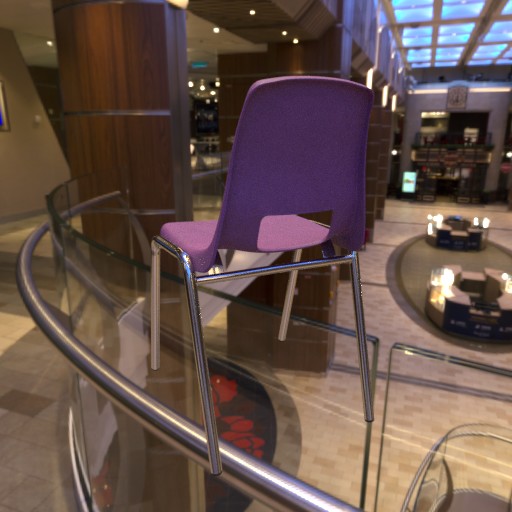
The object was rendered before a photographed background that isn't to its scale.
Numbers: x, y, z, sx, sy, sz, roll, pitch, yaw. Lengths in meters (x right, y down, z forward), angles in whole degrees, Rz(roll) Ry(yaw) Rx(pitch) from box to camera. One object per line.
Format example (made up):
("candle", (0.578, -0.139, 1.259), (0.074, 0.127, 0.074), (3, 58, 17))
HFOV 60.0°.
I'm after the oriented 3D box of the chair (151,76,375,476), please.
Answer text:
("chair", (0.000, 0.000, 0.918), (0.381, 0.654, 0.432), (-8, 18, -25))
